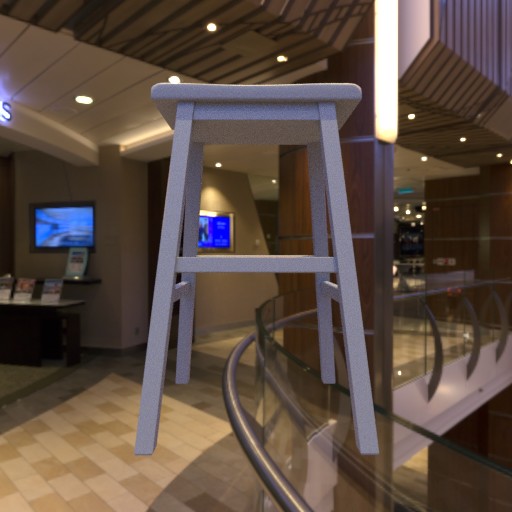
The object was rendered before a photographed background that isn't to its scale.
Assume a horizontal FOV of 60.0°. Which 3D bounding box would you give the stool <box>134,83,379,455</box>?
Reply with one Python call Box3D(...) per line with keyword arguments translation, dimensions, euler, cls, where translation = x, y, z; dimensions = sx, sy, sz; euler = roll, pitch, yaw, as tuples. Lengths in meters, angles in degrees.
Box3D(translation=(0.000, 0.000, 1.060), dimensions=(0.457, 0.737, 0.476), euler=(0, 1, 0), cls="stool")
